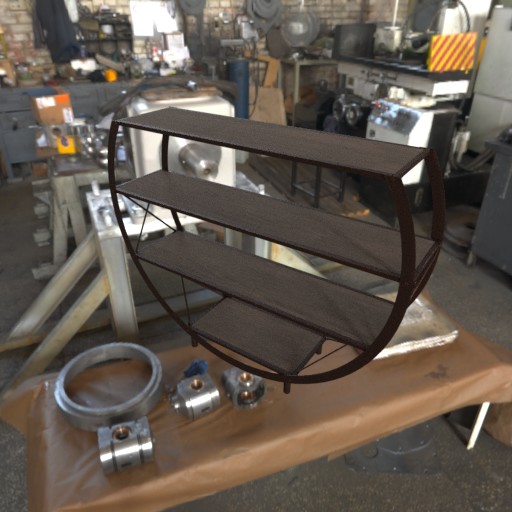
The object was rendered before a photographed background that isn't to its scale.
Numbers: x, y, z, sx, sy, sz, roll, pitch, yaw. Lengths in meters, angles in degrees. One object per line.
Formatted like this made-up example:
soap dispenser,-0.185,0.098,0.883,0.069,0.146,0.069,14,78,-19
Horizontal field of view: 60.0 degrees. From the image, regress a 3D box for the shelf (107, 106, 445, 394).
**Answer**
shelf,0.000,0.000,1.926,1.403,1.063,0.344,19,35,29
